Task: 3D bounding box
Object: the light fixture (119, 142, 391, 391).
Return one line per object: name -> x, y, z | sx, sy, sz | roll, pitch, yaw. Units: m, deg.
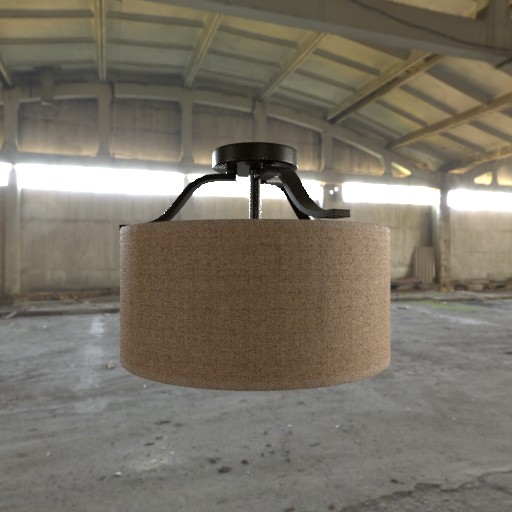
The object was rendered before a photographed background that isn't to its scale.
light fixture -> 0.000, 0.000, 0.652 | 0.390, 0.306, 0.390 | 0, -1, 0
